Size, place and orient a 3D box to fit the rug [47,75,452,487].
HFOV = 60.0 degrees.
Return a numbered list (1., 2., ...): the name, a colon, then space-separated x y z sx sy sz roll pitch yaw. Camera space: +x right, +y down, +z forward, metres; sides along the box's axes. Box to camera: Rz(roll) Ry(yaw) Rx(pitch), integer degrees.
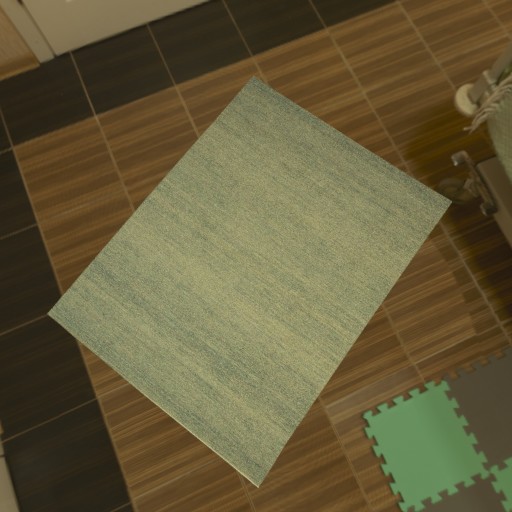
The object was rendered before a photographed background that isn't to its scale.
1. rug: 0.000 0.000 4.262 2.461 0.046 3.237 36 78 9
